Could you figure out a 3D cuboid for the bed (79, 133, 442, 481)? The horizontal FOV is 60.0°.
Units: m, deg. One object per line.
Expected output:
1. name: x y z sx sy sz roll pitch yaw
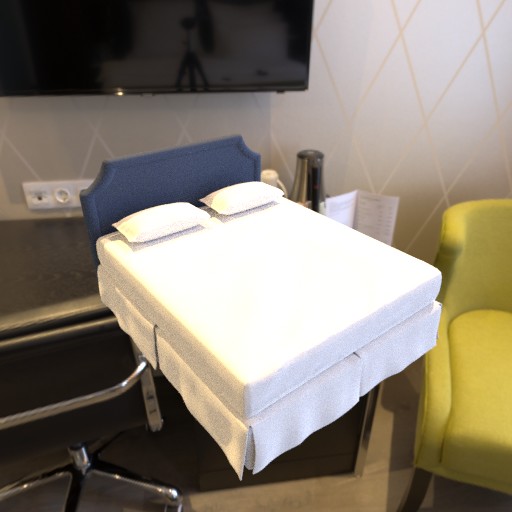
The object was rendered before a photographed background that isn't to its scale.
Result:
1. bed: 0.000 0.000 4.157 2.350 1.488 2.773 -21 36 -32
